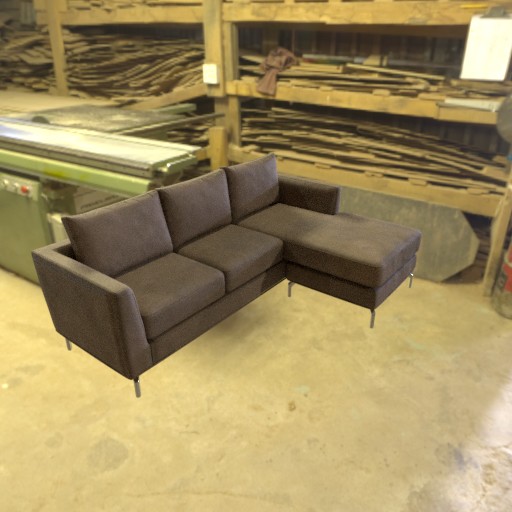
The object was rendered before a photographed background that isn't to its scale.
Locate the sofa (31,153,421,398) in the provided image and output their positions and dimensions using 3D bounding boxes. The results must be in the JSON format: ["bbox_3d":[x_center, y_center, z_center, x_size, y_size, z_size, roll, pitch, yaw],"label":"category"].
[{"bbox_3d":[0.000,0.000,3.237,1.622,0.987,2.438,18,31,34],"label":"sofa"}]
